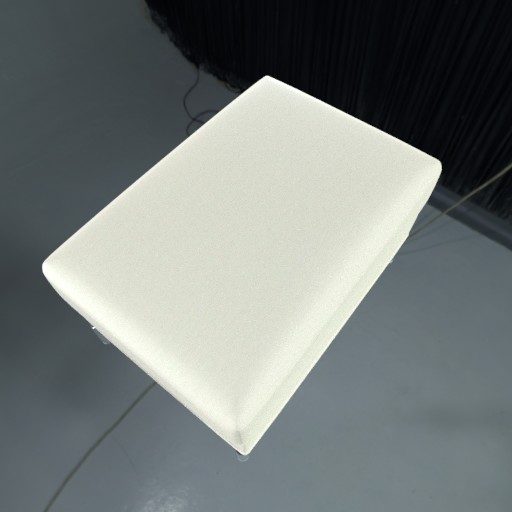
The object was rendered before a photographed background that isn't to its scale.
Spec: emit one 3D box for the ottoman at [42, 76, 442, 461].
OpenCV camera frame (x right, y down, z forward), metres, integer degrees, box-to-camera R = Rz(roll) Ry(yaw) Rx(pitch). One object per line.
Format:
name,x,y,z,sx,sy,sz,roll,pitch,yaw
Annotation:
ottoman,0.000,0.000,1.209,0.581,0.497,0.835,34,64,19
